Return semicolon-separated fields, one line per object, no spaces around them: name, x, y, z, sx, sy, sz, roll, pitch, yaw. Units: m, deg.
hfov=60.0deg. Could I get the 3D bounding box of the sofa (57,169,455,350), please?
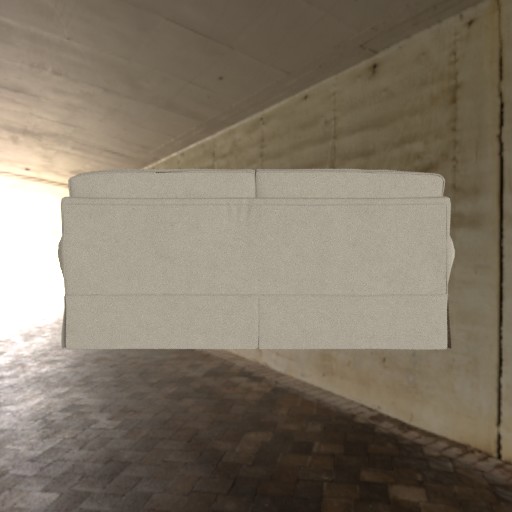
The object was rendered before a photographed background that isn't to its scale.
sofa;0.000;0.000;2.825;2.246;1.014;0.900;0;0;0
